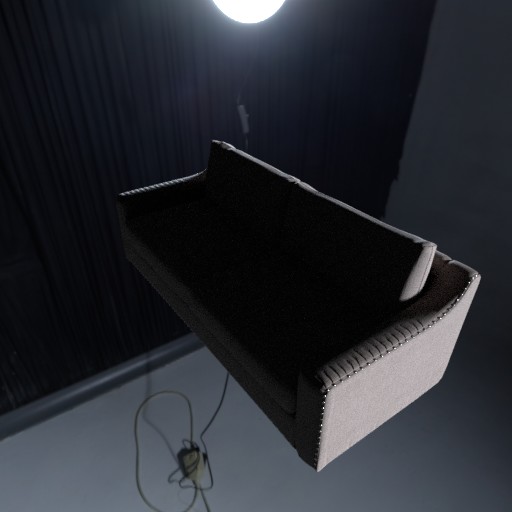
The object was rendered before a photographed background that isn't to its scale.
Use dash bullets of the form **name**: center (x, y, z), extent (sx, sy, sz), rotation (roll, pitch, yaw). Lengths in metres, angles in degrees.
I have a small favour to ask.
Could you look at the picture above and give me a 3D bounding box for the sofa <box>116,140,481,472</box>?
- **sofa**: center (0.000, 0.000, 2.708), extent (1.000, 0.857, 2.208), rotation (-21, 37, -29)
